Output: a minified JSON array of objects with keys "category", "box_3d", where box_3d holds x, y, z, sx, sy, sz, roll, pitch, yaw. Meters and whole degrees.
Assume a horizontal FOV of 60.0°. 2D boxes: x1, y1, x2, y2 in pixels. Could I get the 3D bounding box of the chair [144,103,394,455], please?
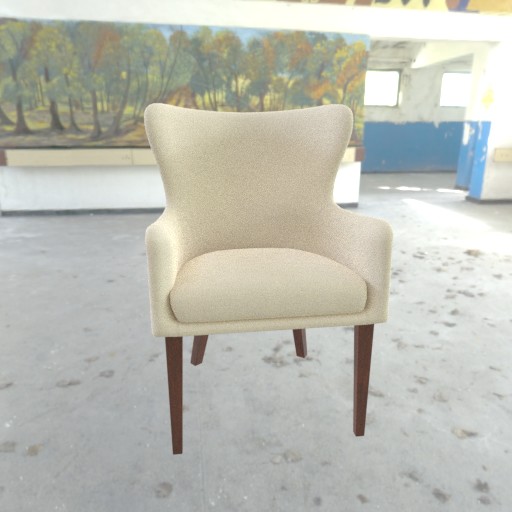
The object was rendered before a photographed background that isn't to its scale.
[{"category":"chair","box_3d":[0.000,0.000,1.505,0.696,0.990,0.744,-2,17,-8]}]
